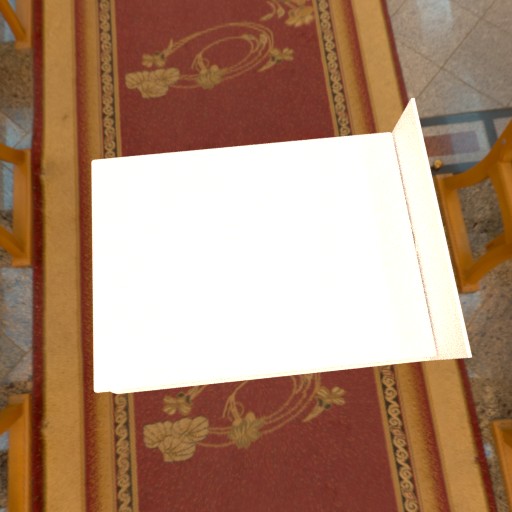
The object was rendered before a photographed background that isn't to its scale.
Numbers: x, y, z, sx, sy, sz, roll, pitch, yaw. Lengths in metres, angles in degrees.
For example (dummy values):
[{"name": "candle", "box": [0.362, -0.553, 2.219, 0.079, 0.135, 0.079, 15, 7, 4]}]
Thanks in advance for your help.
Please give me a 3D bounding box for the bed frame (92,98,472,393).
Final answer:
[{"name": "bed frame", "box": [0.000, 0.000, 2.626, 1.900, 0.800, 1.400, -6, 75, -2]}]
